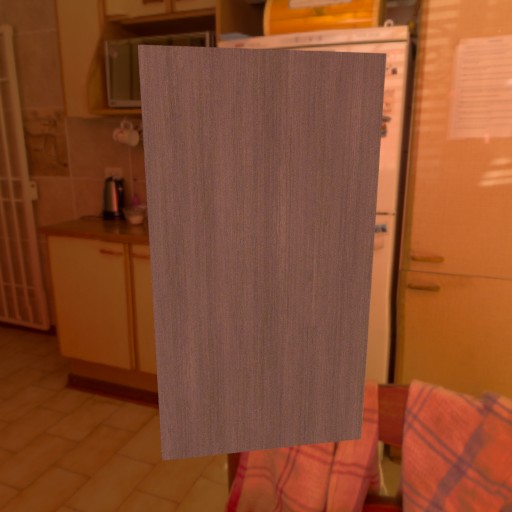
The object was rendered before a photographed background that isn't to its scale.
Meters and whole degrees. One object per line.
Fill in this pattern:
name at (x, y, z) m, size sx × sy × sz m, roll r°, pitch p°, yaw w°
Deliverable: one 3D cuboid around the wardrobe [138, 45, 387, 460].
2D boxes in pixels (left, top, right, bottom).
wardrobe at (0.000, 0.000, 2.228) m, size 0.991 × 1.808 × 0.577 m, roll -2°, pitch 14°, yaw -9°
